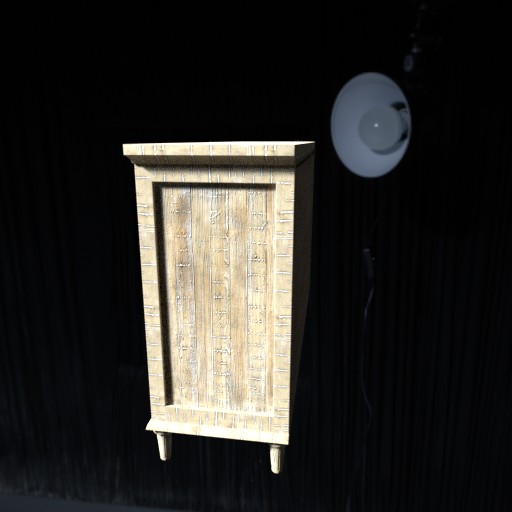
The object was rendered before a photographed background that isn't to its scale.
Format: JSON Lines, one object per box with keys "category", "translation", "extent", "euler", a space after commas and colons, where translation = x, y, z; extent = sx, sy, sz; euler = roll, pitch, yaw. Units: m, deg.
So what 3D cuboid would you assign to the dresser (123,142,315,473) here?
{"category": "dresser", "translation": [0.000, 0.000, 2.051], "extent": [0.457, 1.016, 1.626], "euler": [2, 15, 9]}
